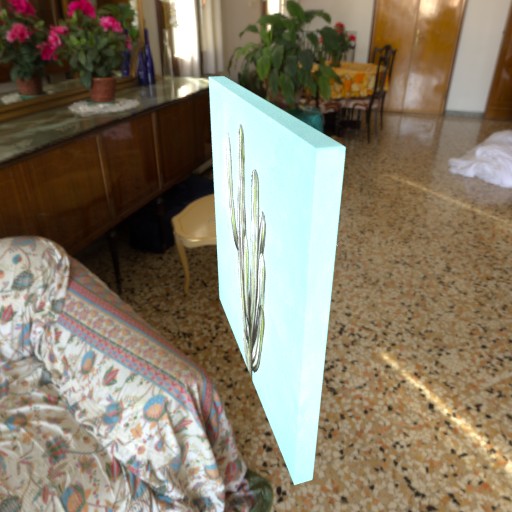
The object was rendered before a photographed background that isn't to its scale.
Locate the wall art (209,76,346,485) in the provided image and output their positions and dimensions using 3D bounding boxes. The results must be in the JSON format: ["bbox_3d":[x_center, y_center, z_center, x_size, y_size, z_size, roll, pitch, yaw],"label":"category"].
[{"bbox_3d":[0.000,0.000,1.134,0.054,0.766,0.765,-9,31,-15],"label":"wall art"}]
